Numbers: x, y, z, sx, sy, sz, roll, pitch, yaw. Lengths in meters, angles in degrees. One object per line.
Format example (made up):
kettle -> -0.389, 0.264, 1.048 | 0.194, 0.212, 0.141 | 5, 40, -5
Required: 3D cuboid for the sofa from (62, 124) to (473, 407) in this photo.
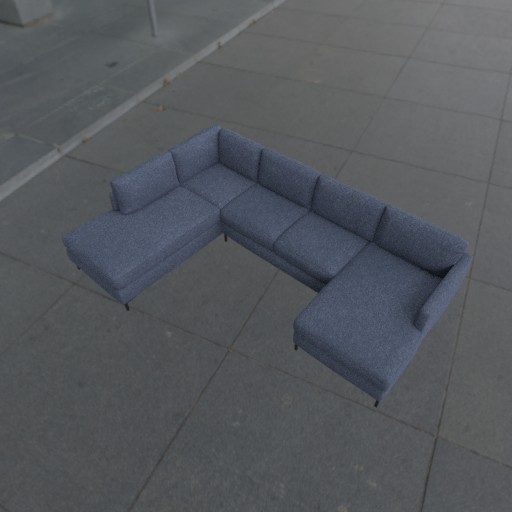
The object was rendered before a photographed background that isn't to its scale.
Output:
sofa -> 0.000, 0.000, 3.823 | 2.956, 0.813, 2.007 | 32, 53, 27
